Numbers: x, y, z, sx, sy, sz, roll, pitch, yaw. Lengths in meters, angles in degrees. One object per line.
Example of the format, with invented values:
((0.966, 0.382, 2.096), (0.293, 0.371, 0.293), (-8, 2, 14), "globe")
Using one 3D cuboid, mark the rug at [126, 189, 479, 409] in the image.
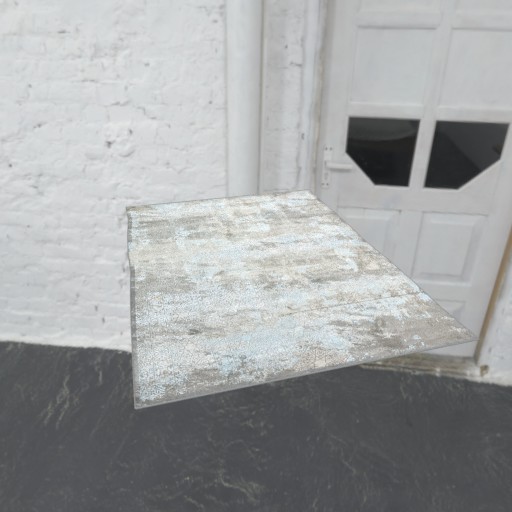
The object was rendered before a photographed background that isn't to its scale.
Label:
((0.000, 0.000, 4.274), (2.393, 0.013, 3.307), (-7, 29, -14), "rug")
